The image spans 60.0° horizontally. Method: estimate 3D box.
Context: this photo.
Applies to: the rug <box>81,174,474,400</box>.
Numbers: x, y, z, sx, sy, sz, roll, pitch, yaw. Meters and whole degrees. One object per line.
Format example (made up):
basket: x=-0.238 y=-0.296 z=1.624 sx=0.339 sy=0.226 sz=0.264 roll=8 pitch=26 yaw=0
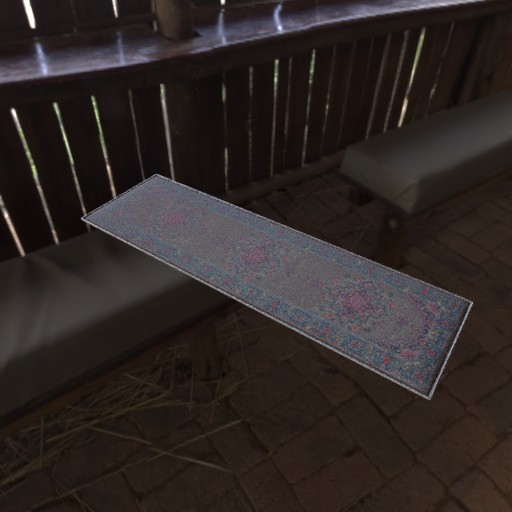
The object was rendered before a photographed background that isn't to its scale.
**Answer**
rug: x=0.000 y=0.000 z=2.064 sx=1.827 sy=0.012 sz=0.553 roll=24 pitch=46 yaw=26
